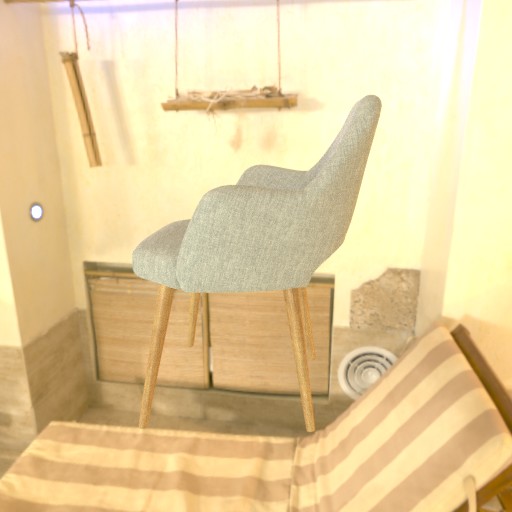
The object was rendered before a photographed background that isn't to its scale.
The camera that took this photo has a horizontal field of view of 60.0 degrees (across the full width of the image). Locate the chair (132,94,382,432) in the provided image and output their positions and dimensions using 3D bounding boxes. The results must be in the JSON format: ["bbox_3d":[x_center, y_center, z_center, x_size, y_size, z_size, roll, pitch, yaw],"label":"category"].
[{"bbox_3d":[0.000,0.000,1.242,0.610,0.840,0.590,2,16,7],"label":"chair"}]
